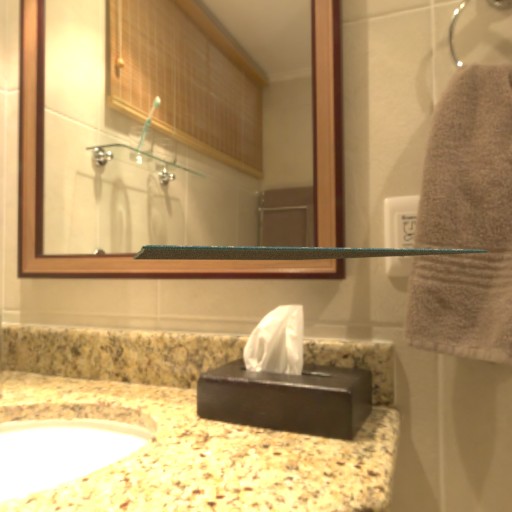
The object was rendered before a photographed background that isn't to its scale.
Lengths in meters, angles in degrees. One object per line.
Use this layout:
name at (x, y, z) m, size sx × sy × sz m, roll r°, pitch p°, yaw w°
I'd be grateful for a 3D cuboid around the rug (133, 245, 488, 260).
rug at (0.000, 0.000, 2.310) m, size 1.211 × 0.012 × 1.833 m, roll 0°, pitch -1°, yaw -16°
